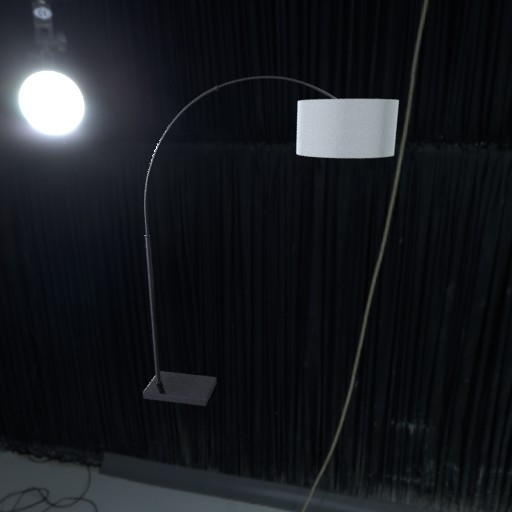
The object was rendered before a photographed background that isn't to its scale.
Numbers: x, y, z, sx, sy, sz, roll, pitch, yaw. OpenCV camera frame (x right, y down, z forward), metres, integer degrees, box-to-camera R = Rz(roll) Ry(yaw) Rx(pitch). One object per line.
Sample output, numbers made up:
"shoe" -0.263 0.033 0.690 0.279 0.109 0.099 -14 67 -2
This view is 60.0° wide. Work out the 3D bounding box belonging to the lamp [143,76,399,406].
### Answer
"lamp" 0.000 0.000 2.555 1.424 1.927 0.493 3 18 10
